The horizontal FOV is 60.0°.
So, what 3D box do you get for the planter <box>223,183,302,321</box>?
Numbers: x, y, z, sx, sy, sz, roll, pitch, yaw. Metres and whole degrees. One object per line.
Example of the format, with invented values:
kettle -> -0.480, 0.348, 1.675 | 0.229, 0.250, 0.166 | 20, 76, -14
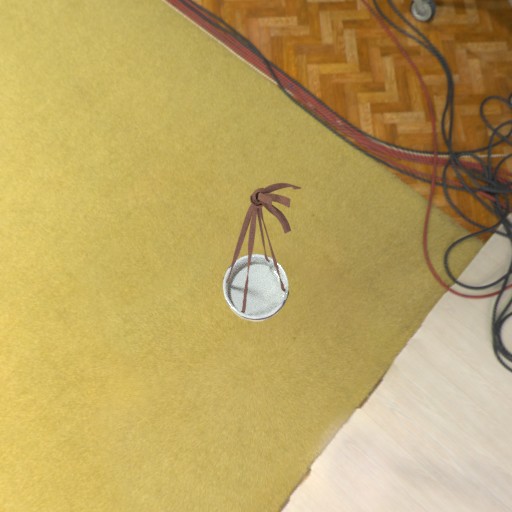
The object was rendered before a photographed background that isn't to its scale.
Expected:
planter -> 0.000, 0.000, 0.813 | 0.166, 0.751, 0.166 | 3, 75, 1
